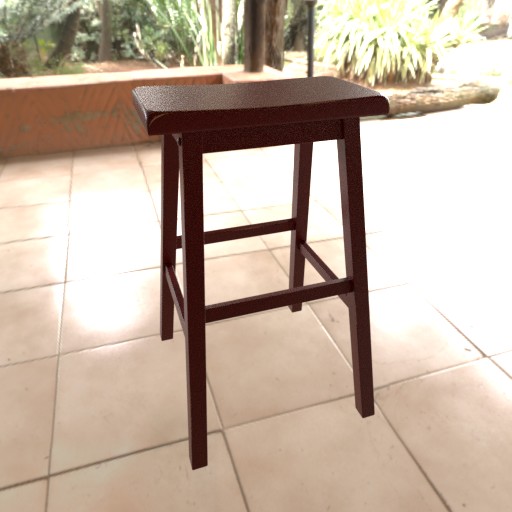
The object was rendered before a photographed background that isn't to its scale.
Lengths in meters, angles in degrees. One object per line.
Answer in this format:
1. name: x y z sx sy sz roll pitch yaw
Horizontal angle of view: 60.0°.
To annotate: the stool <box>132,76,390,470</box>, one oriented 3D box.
1. stool: 0.000 0.000 1.037 0.457 0.737 0.476 -10 32 -16
